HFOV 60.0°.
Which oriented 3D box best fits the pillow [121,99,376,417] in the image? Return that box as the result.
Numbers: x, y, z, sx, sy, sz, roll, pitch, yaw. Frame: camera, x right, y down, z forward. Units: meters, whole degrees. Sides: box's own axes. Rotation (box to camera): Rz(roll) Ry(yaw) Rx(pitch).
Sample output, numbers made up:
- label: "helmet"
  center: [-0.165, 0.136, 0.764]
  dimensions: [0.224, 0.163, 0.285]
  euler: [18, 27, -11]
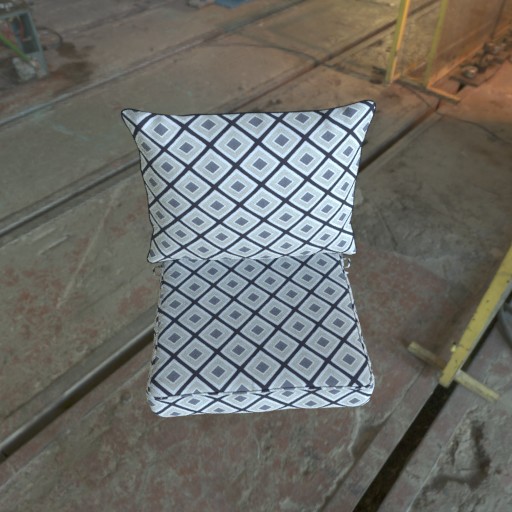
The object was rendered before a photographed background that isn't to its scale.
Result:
- label: "pillow"
  center: [0.000, 0.000, 1.384]
  dimensions: [0.798, 0.722, 0.733]
  euler: [-2, 47, -2]
